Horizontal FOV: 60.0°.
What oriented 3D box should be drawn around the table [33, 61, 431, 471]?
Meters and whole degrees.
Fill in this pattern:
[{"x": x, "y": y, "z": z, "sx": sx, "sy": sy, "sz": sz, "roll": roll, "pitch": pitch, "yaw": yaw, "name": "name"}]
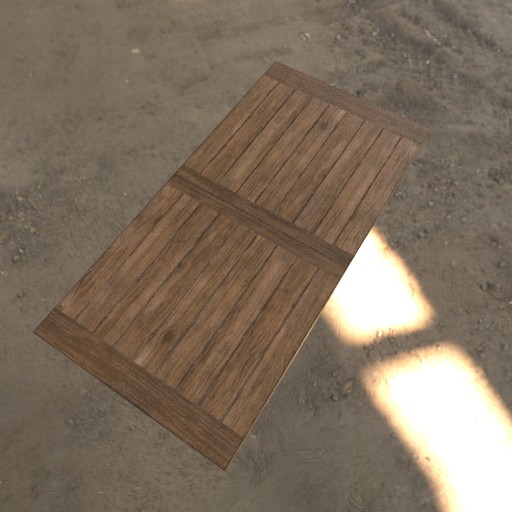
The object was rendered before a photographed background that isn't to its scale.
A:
[{"x": 0.000, "y": 0.000, "z": 2.356, "sx": 0.931, "sy": 0.757, "sz": 1.867, "roll": 30, "pitch": 67, "yaw": 14, "name": "table"}]
